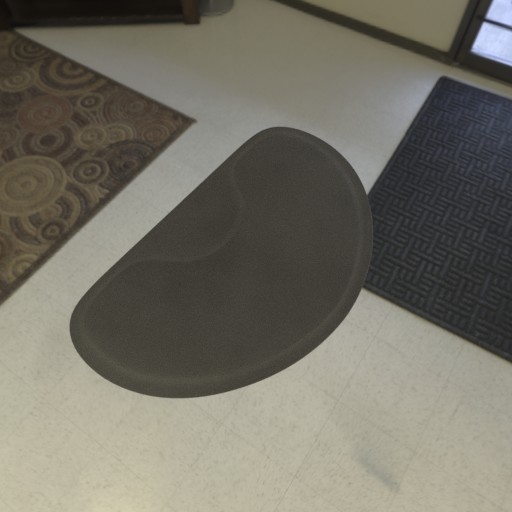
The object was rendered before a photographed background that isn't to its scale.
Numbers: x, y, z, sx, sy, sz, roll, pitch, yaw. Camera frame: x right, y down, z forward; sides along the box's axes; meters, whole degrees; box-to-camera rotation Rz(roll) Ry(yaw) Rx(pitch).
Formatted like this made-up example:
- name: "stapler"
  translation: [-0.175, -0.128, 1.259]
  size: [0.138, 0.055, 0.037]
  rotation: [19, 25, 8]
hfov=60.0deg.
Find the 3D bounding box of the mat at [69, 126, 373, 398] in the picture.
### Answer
- name: "mat"
  translation: [0.000, 0.000, 1.909]
  size: [0.913, 0.013, 1.524]
  rotation: [33, 64, 18]
